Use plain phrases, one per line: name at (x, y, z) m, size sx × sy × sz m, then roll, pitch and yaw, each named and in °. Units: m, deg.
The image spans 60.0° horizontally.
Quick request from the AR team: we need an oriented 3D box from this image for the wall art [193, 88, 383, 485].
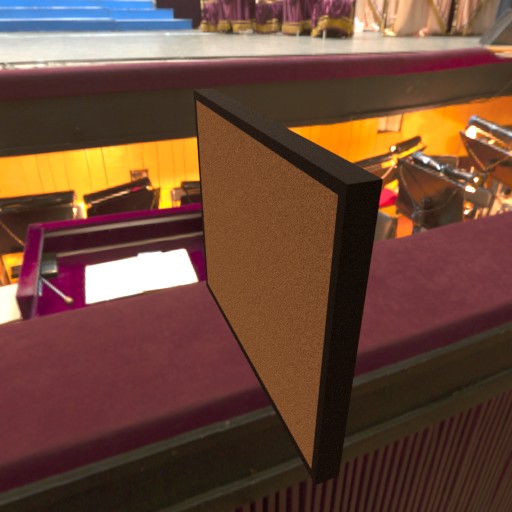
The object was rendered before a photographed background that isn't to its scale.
wall art at (0.000, 0.000, 0.538) m, size 0.028 × 0.325 × 0.397 m, roll -11°, pitch 32°, yaw -19°
